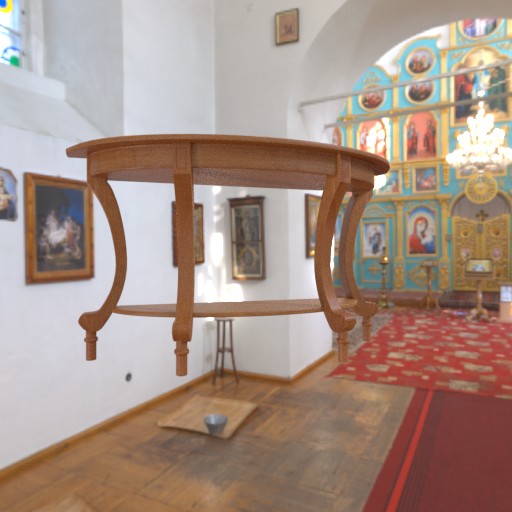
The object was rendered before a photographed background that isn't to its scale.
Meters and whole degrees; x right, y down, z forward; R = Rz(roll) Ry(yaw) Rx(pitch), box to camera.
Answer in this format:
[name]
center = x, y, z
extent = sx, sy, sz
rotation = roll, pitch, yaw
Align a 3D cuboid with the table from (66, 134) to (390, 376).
[table]
center = 0.000, 0.000, 1.480
extent = 1.198, 0.692, 0.394
rotation = 0, 0, -18
